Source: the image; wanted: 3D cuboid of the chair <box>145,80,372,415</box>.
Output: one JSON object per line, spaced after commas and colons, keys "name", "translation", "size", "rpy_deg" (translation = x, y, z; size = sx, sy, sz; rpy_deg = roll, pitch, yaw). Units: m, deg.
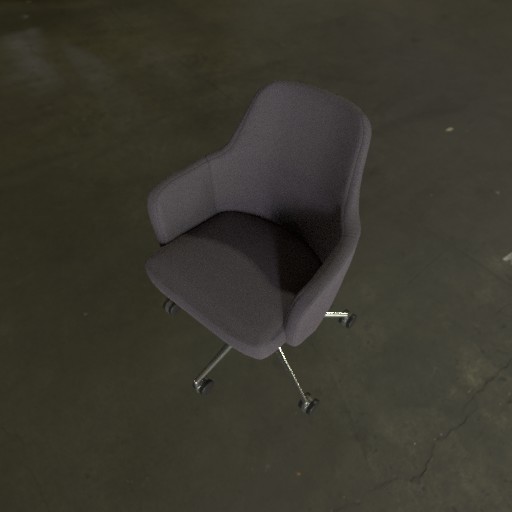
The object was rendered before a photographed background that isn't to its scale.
{"name": "chair", "translation": [0.000, 0.000, 1.299], "size": [0.655, 0.820, 0.600], "rpy_deg": [32, 54, 27]}
